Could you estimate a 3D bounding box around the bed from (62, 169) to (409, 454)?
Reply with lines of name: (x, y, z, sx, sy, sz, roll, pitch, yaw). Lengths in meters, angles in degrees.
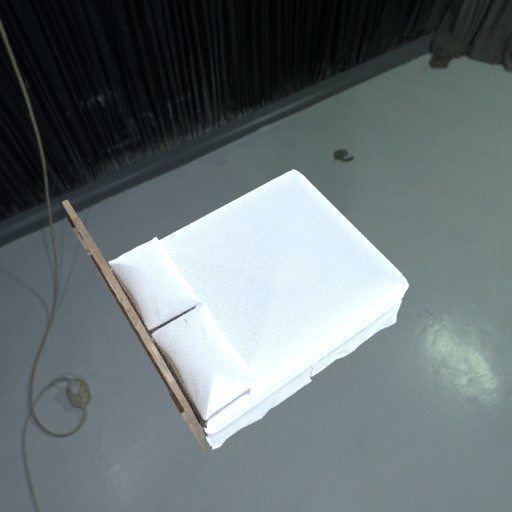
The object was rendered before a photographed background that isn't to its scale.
bed: (0.000, 0.000, 3.405, 2.112, 2.002, 1.713, -31, 63, -18)
